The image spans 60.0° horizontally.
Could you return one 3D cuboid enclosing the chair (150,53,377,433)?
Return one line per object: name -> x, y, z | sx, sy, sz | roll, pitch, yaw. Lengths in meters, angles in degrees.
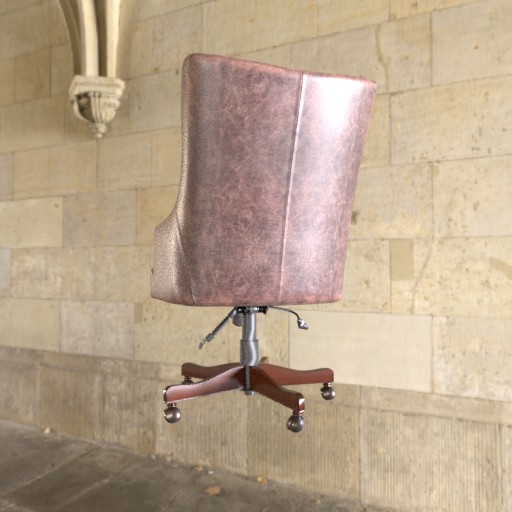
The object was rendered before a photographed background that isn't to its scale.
chair -> 0.000, 0.000, 1.479 | 0.641, 1.035, 0.762 | 1, -2, -18
